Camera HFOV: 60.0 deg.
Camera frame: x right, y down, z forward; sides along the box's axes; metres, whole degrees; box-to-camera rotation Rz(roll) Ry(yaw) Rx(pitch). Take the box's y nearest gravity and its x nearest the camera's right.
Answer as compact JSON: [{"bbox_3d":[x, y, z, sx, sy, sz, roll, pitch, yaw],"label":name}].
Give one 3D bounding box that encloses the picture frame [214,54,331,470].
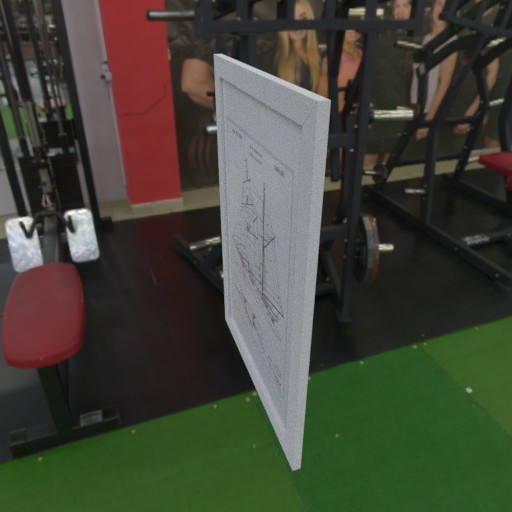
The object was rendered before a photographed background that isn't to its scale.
[{"bbox_3d":[0.000,0.000,0.589,0.011,0.459,0.326,-10,32,-16],"label":"picture frame"}]
